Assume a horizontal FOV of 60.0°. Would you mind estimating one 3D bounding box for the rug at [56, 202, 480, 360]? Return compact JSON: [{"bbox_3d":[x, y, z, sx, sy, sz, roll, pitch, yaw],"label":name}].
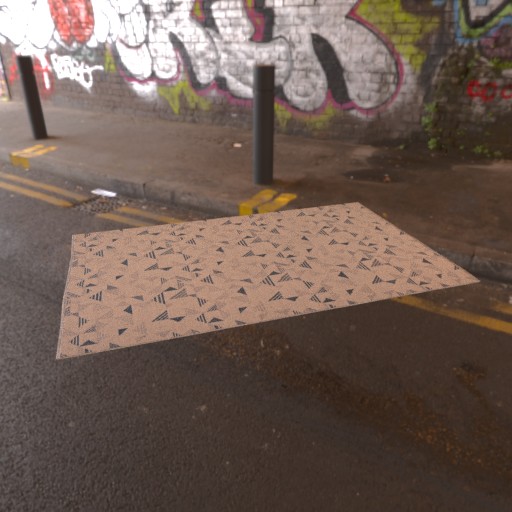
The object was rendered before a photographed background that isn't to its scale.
[{"bbox_3d":[0.000,0.000,3.055,2.457,0.009,1.512,-8,28,-16],"label":"rug"}]
